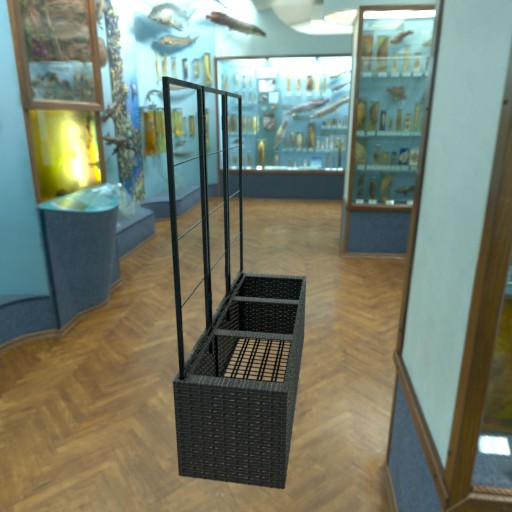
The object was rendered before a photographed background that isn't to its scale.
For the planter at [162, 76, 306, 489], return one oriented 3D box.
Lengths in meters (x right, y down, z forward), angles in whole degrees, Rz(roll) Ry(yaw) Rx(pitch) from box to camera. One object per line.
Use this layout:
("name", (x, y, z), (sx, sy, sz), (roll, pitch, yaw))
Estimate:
("planter", (0.000, 0.000, 1.185), (0.244, 0.841, 0.699), (3, 17, 9))
